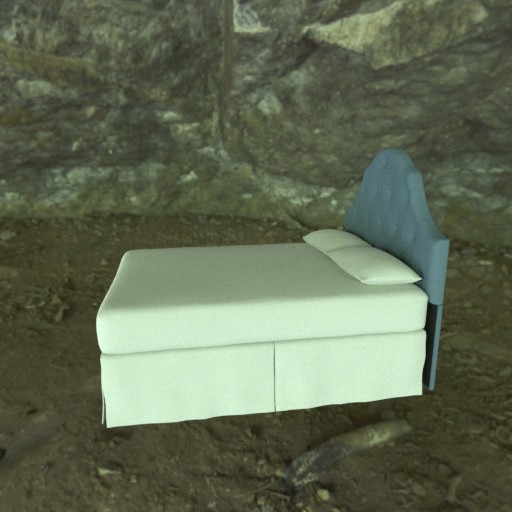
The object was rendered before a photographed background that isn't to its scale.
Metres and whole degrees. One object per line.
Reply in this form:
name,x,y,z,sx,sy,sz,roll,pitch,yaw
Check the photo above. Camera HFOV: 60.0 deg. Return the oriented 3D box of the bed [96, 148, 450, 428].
bed,0.000,0.000,3.324,2.155,1.575,1.636,-3,14,-10
